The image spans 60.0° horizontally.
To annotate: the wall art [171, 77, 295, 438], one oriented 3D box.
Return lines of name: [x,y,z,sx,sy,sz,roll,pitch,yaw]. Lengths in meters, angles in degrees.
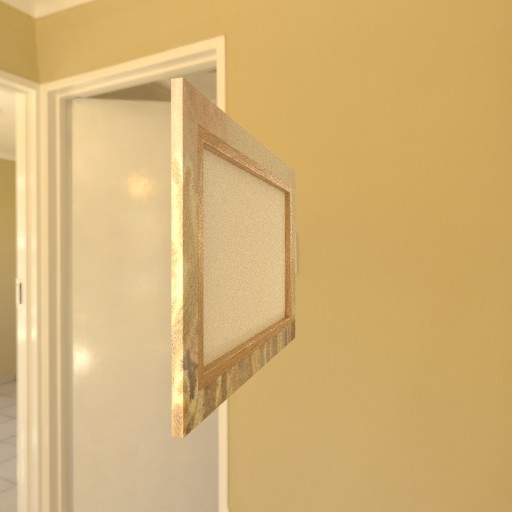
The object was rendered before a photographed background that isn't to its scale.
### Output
wall art: [0.000,0.000,1.974,0.038,1.012,1.525,0,1,17]
